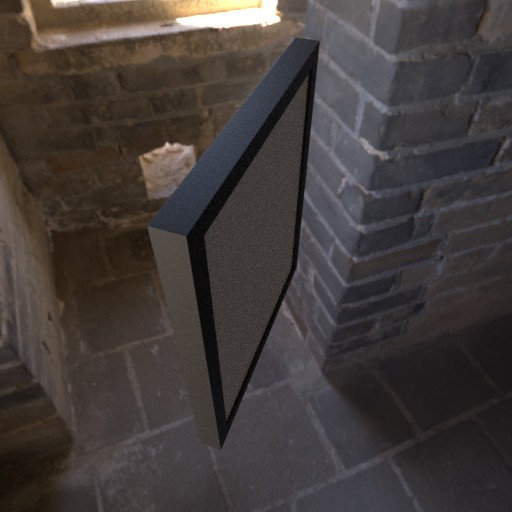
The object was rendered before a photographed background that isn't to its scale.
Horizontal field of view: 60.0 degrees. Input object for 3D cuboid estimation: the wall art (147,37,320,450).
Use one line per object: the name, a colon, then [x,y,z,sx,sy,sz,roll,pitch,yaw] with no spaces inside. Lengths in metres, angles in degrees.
wall art: [0.000,0.000,0.531,0.029,0.381,0.330,15,49,14]
